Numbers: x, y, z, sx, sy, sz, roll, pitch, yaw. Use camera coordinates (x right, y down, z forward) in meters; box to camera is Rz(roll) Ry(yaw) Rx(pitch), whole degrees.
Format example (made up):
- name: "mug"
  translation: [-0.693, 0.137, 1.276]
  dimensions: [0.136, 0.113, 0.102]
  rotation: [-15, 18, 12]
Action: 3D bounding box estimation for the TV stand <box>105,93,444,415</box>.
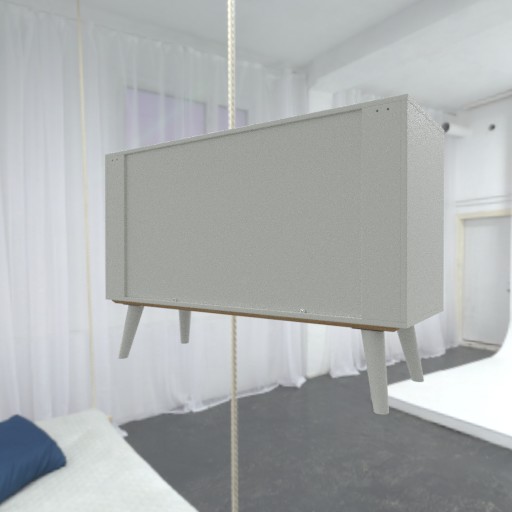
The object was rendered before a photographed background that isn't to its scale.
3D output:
- name: "TV stand"
  translation: [0.000, 0.000, 1.604]
  dimensions: [1.193, 0.812, 0.406]
  rotation: [0, 1, 35]
